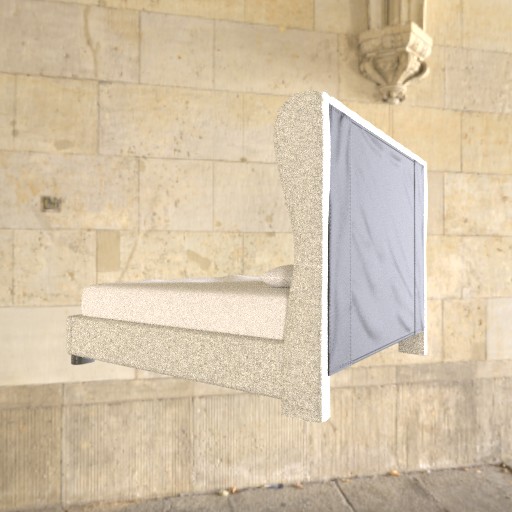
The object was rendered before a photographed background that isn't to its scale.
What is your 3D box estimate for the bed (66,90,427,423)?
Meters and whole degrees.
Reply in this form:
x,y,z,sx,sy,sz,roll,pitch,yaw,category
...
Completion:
x,y,z,sx,sy,sz,roll,pitch,yaw,category
0.000,0.000,3.852,2.347,1.771,2.219,0,-1,35,bed
